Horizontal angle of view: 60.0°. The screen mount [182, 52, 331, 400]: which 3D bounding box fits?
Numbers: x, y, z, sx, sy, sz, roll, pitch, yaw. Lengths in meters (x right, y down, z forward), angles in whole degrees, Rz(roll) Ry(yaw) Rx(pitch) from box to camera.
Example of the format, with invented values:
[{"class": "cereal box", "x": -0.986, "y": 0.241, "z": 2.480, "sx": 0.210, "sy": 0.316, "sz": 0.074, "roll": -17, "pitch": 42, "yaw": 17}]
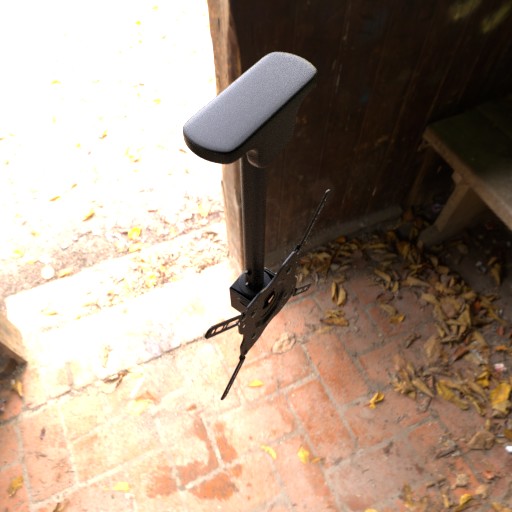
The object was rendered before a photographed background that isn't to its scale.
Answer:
[{"class": "screen mount", "x": 0.000, "y": 0.000, "z": 0.859, "sx": 0.090, "sy": 0.729, "sz": 0.393, "roll": 32, "pitch": 63, "yaw": 19}]
